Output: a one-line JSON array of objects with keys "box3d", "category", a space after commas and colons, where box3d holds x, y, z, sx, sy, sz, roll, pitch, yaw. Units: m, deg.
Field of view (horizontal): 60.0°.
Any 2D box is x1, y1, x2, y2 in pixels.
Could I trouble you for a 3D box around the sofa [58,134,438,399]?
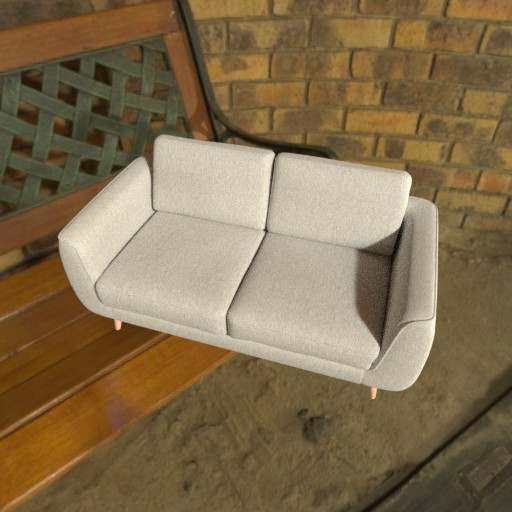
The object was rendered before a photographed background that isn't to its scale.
[{"box3d": [0.000, 0.000, 2.259, 1.700, 0.850, 0.920, 12, 42, 13], "category": "sofa"}]
